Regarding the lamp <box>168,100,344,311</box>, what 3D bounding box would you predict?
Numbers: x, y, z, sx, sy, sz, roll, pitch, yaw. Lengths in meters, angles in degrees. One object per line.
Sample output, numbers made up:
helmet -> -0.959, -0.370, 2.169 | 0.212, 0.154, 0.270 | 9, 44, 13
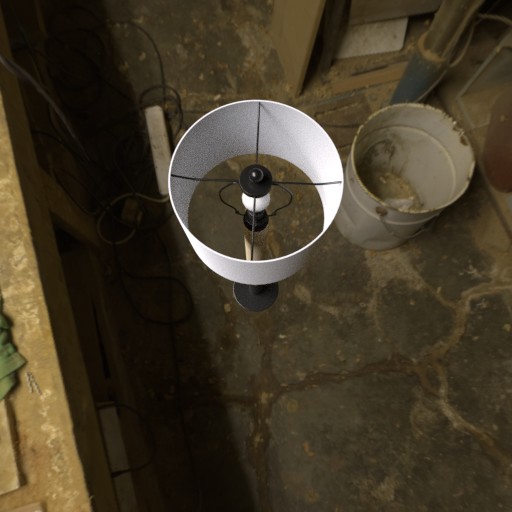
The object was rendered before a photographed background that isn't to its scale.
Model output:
lamp -> 0.000, 0.000, 1.657 | 0.381, 1.478, 0.381 | -17, 77, -4
